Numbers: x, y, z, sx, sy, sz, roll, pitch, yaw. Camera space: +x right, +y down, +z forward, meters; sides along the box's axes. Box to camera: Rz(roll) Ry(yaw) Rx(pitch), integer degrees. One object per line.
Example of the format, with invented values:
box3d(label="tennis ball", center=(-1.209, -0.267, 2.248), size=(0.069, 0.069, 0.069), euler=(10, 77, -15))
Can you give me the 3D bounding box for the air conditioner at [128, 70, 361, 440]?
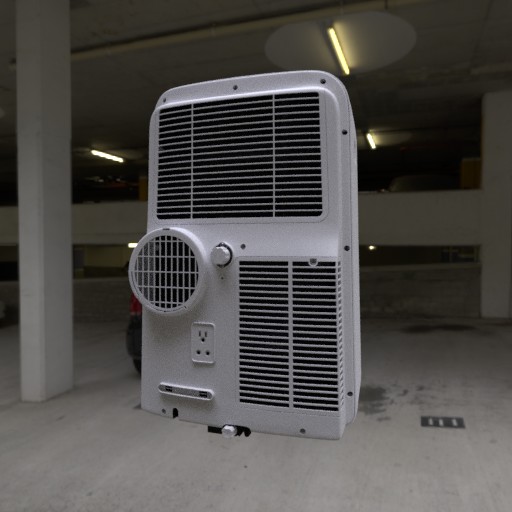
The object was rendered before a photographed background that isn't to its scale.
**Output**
box3d(label="air conditioner", center=(0.000, 0.000, 0.978), size=(0.454, 0.700, 0.365), euler=(1, 2, 19))
